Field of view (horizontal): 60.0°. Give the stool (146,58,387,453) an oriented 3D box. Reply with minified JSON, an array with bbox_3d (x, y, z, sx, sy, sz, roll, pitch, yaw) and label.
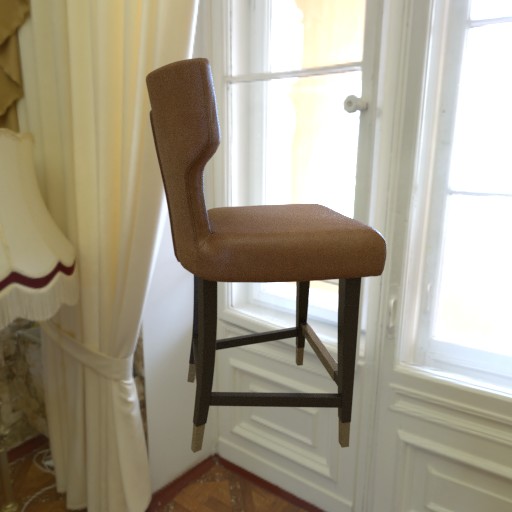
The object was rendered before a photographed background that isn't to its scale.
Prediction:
[{"bbox_3d":[0.000,0.000,1.286,0.563,0.982,0.526,-3,15,-10],"label":"stool"}]
